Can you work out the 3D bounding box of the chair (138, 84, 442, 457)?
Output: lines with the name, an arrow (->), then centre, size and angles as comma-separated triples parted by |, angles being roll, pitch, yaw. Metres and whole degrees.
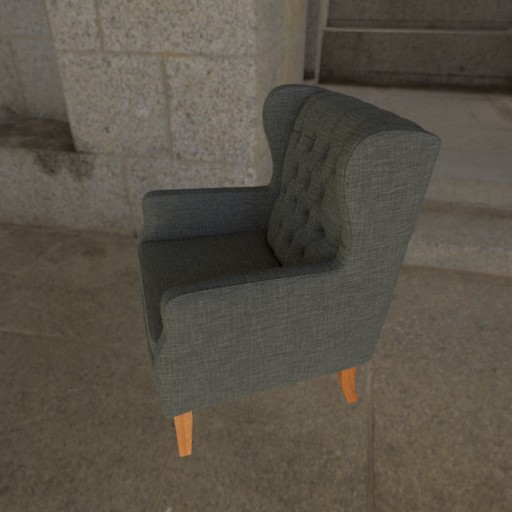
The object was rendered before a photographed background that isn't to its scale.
chair -> 0.000, 0.000, 1.453 | 0.775, 0.953, 0.711 | -9, 32, -14
